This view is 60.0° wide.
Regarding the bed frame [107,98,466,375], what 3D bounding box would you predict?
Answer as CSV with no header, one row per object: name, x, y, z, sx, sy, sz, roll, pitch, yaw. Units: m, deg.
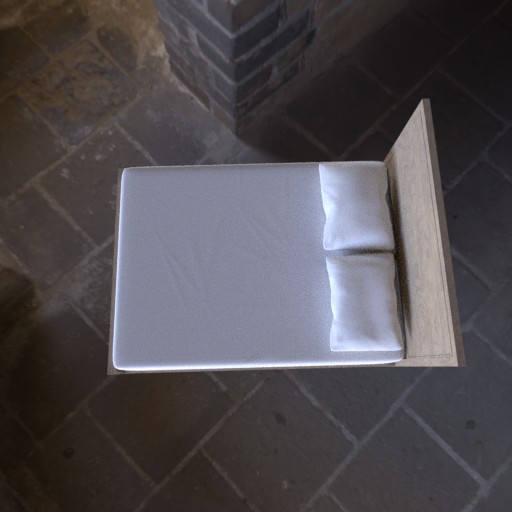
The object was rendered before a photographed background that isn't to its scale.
bed frame,0.000,0.000,3.203,2.189,1.369,1.606,-2,76,0
